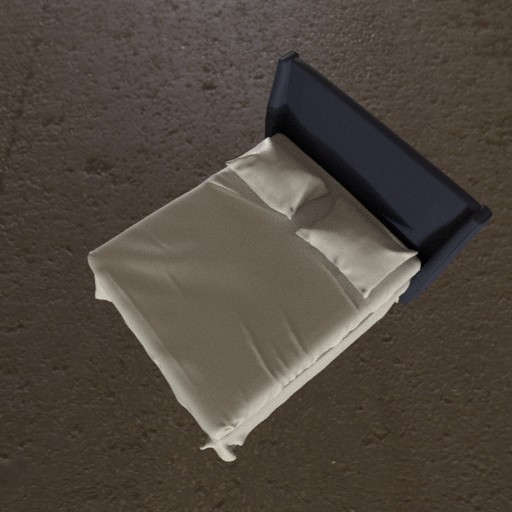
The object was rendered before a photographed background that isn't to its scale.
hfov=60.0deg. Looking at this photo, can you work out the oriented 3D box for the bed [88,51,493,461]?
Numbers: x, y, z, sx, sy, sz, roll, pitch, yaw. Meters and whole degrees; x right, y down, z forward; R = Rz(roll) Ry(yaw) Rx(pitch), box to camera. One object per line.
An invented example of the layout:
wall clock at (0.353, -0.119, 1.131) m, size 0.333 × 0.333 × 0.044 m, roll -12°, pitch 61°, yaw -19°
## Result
bed at (0.000, 0.000, 3.319) m, size 2.276 × 1.332 × 1.925 m, roll -36°, pitch 69°, yaw -16°
